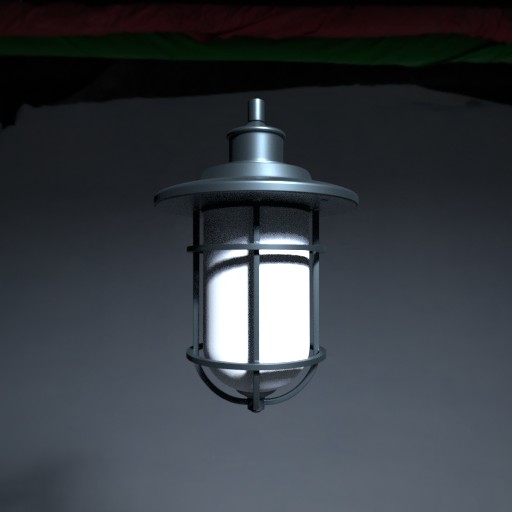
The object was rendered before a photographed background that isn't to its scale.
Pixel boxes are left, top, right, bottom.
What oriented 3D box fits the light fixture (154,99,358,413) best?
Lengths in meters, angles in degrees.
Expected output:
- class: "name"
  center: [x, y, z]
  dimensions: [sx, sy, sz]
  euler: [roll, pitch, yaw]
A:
- class: "light fixture"
  center: [0.000, 0.000, 0.504]
  dimensions: [0.222, 0.345, 0.252]
  euler: [0, -2, 0]
